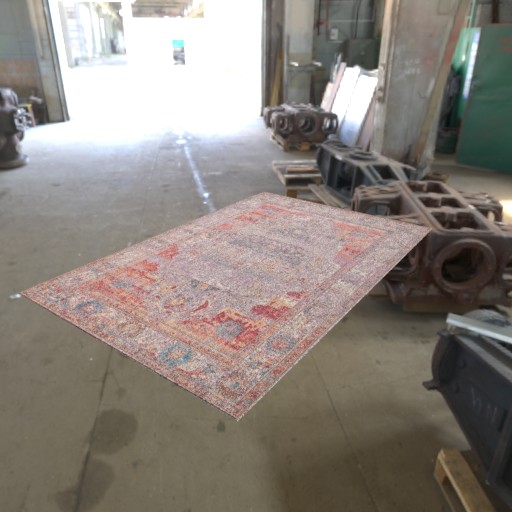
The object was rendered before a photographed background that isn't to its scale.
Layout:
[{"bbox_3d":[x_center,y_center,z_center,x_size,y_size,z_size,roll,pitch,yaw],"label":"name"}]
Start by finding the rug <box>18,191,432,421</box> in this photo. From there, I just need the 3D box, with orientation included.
[{"bbox_3d":[0.000,0.000,2.261,1.219,0.005,1.829,18,31,32],"label":"rug"}]
